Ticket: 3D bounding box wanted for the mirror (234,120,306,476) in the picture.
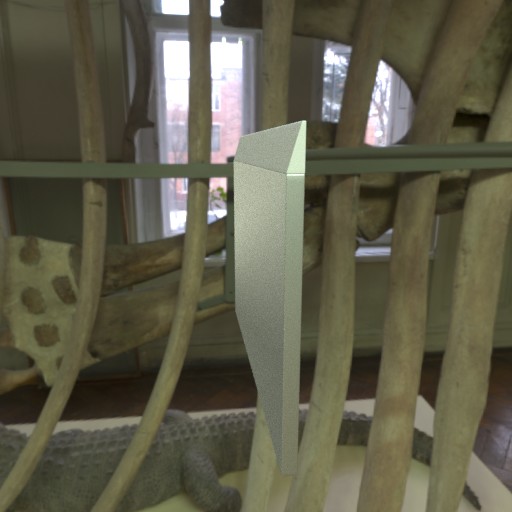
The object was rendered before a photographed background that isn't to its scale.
[{"bbox_3d":[0.000,0.000,1.165,0.030,0.630,0.870,-2,14,-8],"label":"mirror"}]
